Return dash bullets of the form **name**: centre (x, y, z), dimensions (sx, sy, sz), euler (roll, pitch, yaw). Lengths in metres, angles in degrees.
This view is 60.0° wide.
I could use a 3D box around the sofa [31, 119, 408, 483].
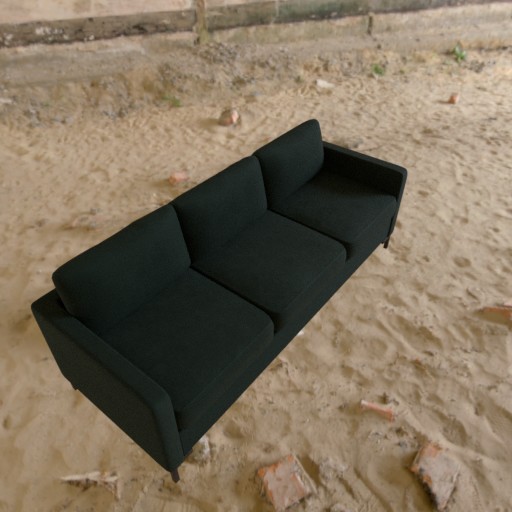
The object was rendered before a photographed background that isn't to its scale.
- **sofa**: centre (0.000, 0.000, 2.583), dimensions (0.859, 0.870, 2.218), euler (27, 47, 28)
